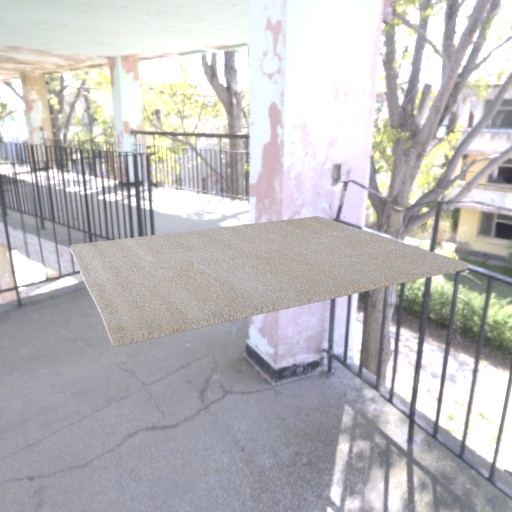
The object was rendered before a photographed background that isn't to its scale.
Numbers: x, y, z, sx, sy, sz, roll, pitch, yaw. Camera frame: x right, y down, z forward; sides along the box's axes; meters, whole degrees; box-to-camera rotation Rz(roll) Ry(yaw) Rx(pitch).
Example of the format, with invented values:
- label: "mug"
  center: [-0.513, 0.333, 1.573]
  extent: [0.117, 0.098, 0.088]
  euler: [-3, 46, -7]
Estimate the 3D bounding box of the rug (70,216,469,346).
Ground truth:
- label: "rug"
  center: [0.000, 0.000, 2.188]
  extent: [1.600, 0.025, 1.199]
  euler: [-9, 19, -26]
